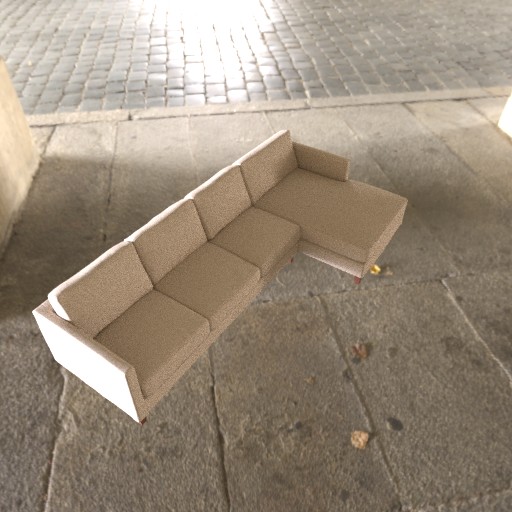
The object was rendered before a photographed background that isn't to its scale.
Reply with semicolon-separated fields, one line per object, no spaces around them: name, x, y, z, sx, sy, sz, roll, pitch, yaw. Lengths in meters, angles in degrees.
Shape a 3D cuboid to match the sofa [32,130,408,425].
sofa;0.000;0.000;3.871;1.625;0.861;3.186;25;47;25
